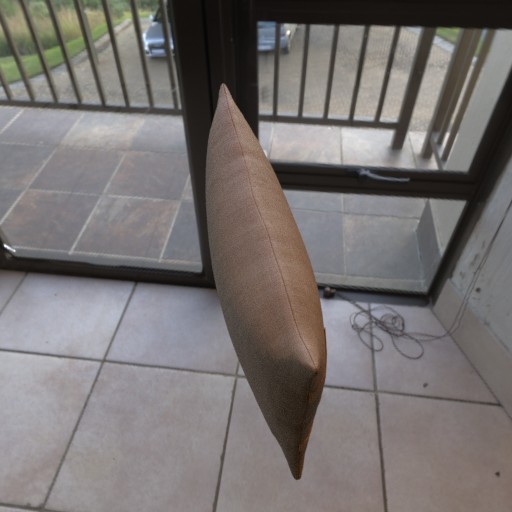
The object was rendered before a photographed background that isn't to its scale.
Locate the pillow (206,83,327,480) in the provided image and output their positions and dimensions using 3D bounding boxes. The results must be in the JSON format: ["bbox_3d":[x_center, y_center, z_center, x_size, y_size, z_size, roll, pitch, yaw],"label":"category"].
[{"bbox_3d":[0.000,0.000,0.732,0.148,0.308,0.612,-8,47,-8],"label":"pillow"}]
